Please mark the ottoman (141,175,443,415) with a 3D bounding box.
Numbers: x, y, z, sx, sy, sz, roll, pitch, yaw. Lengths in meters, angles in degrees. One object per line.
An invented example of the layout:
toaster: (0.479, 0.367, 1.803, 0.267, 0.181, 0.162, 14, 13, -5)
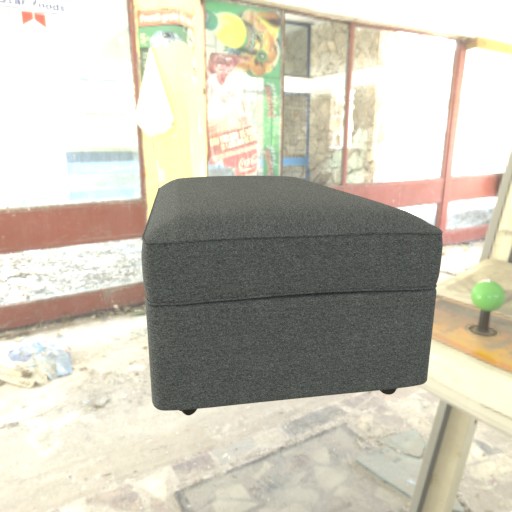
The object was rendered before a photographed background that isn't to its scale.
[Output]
ottoman: (0.000, 0.000, 1.536, 0.681, 0.494, 1.173, -3, 15, -10)
